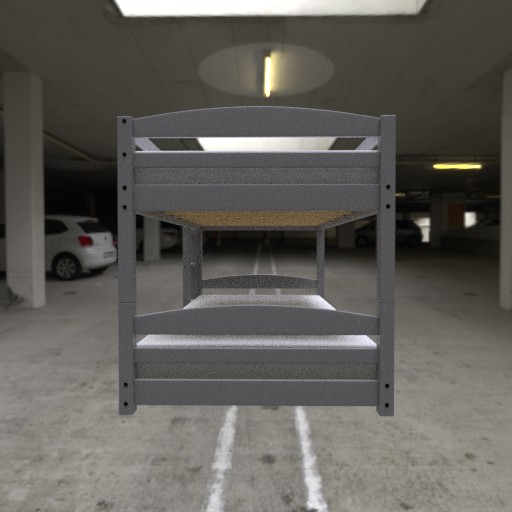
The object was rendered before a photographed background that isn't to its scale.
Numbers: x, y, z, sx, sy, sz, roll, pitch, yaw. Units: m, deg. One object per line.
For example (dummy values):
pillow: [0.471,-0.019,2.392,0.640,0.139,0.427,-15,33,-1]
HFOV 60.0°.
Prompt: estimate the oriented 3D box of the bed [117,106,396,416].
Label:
bed: [0.000,0.000,2.721,1.105,1.206,2.013,0,1,1]
